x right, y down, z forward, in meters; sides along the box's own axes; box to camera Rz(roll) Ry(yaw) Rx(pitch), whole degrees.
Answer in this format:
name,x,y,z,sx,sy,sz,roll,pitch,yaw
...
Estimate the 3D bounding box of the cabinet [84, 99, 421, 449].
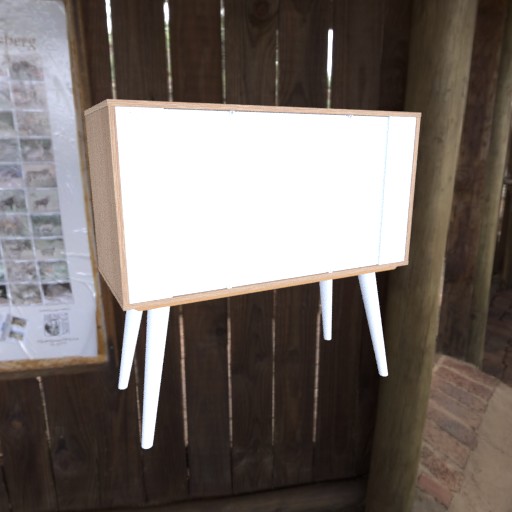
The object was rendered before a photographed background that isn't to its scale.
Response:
name,x,y,z,sx,sy,sz,roll,pitch,yaw
cabinet,0.000,0.000,1.641,1.057,1.016,0.470,-7,16,-26
